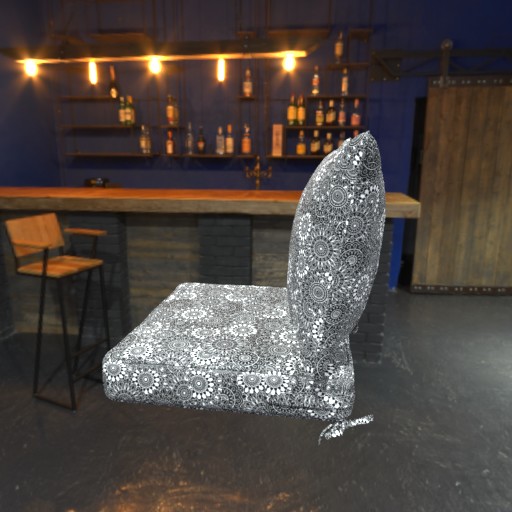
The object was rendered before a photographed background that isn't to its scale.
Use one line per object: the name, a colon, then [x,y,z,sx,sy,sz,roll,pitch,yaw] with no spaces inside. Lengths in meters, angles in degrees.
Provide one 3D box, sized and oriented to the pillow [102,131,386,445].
pillow: [0.000,0.000,1.367,0.740,0.722,0.798,2,14,9]
